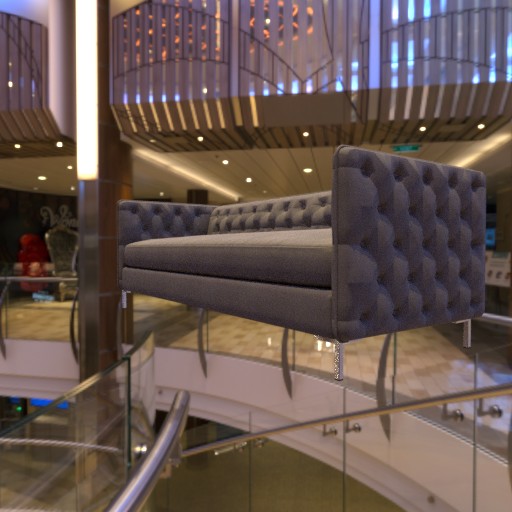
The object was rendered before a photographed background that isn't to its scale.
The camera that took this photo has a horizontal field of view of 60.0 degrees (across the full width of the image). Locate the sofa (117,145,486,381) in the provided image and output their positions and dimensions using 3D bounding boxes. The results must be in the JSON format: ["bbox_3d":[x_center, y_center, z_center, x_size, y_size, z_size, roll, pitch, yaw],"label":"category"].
[{"bbox_3d":[0.000,0.000,2.518,0.895,0.771,2.209,-1,2,-36],"label":"sofa"}]
